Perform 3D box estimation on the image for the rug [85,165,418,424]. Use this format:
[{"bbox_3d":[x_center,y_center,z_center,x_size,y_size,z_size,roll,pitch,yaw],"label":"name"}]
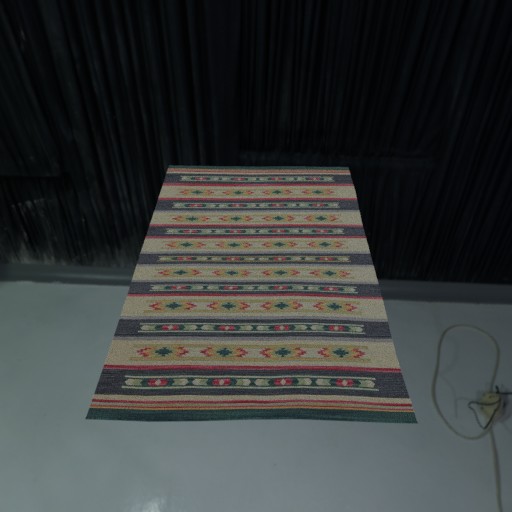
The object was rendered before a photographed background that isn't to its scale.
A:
[{"bbox_3d":[0.000,0.000,2.883,1.522,0.010,2.311,1,41,1],"label":"rug"}]
